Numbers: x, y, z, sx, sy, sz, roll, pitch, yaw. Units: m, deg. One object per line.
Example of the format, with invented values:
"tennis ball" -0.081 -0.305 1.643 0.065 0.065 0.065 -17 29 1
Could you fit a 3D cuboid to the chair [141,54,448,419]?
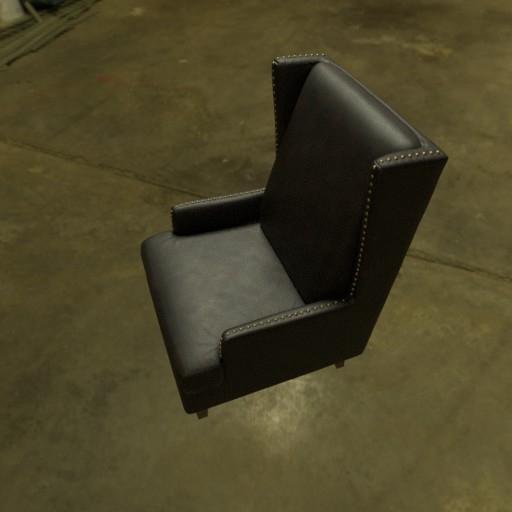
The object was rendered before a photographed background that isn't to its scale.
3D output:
"chair" 0.000 0.000 1.635 0.799 1.142 0.703 -16 49 -14
